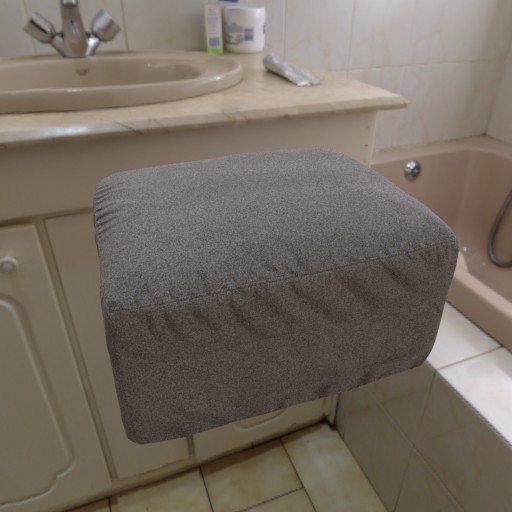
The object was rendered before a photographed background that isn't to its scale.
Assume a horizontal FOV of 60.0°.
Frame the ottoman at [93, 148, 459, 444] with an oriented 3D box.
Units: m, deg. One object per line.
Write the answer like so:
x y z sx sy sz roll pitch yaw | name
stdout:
0.000 0.000 1.238 0.837 0.481 0.683 -10 33 -16 | ottoman
